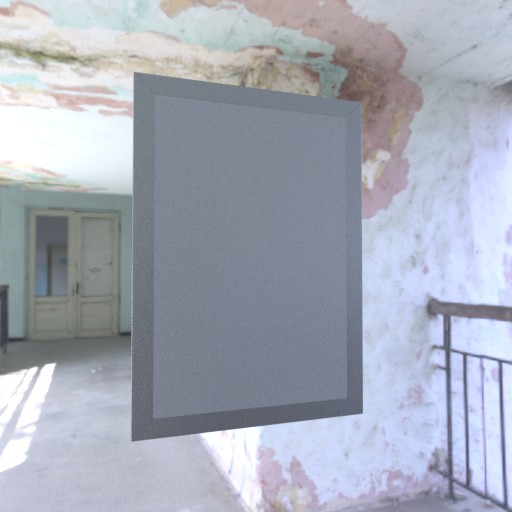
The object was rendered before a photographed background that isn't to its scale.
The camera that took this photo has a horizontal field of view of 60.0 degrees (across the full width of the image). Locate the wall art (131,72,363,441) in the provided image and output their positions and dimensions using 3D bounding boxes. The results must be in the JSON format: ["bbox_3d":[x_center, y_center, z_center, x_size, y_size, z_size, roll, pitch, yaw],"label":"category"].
[{"bbox_3d":[0.000,0.000,0.699,0.376,0.529,0.013,0,-1,-19],"label":"wall art"}]
